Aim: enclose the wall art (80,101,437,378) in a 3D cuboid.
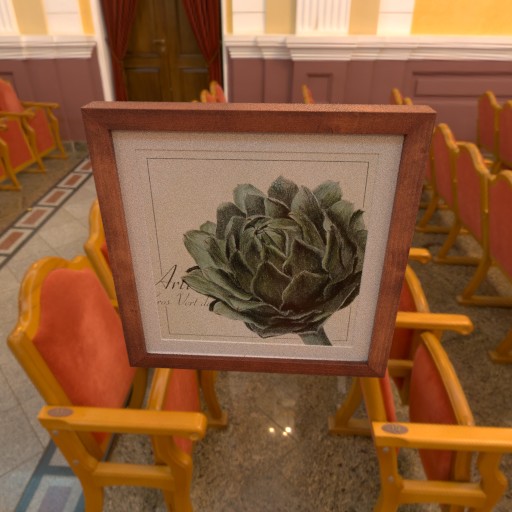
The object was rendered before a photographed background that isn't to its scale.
[{"bbox_3d":[0.000,0.000,0.591,0.386,0.385,0.038,2,30,3],"label":"wall art"}]
